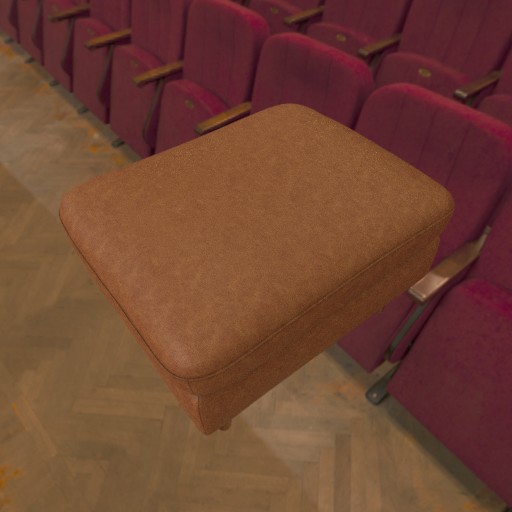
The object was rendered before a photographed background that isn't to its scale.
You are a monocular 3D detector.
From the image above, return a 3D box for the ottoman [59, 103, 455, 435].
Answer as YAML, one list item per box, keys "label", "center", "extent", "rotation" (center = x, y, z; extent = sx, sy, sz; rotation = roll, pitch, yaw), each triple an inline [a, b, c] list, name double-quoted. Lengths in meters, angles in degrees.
- label: "ottoman"
  center: [0.000, 0.000, 1.115]
  extent: [0.747, 0.478, 0.593]
  rotation: [-30, 54, -25]
